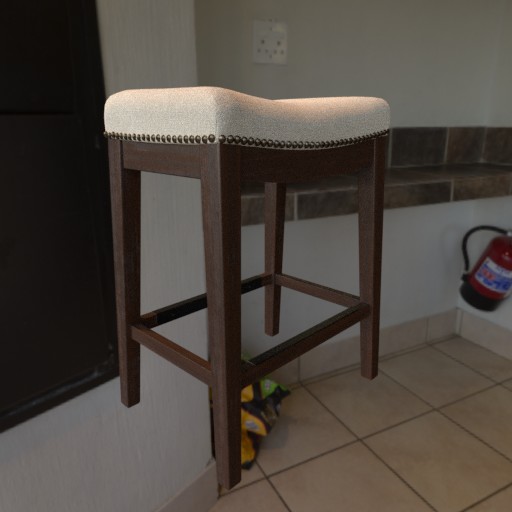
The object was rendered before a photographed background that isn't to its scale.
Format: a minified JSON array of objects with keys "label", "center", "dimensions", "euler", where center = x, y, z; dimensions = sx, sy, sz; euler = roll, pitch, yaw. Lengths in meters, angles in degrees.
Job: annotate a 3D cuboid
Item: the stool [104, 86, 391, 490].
[{"label":"stool","center":[0.000,0.000,0.965],"dimensions":[0.363,0.669,0.509],"euler":[16,23,42]}]
